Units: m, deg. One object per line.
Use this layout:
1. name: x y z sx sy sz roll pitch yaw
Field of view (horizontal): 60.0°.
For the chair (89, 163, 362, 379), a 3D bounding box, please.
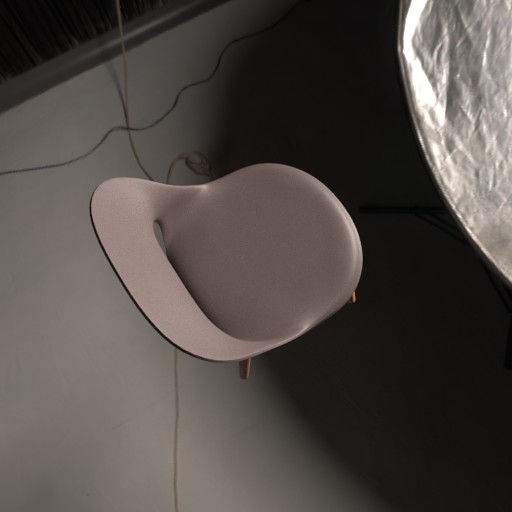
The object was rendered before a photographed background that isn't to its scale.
1. chair: 0.000 0.000 1.155 0.556 0.794 0.470 -32 76 -9
